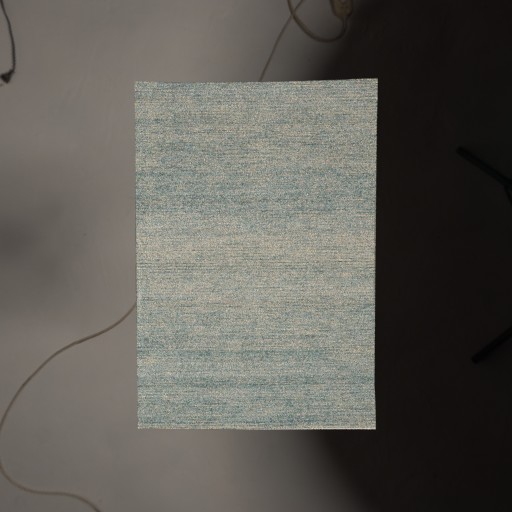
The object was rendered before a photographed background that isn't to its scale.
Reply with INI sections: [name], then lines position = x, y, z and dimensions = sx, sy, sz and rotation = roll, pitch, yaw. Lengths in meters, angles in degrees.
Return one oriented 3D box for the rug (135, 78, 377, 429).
[rug]
position = 0.000, 0.000, 5.147
dimensions = 2.802, 0.052, 4.078
rotation = 0, 92, 0
